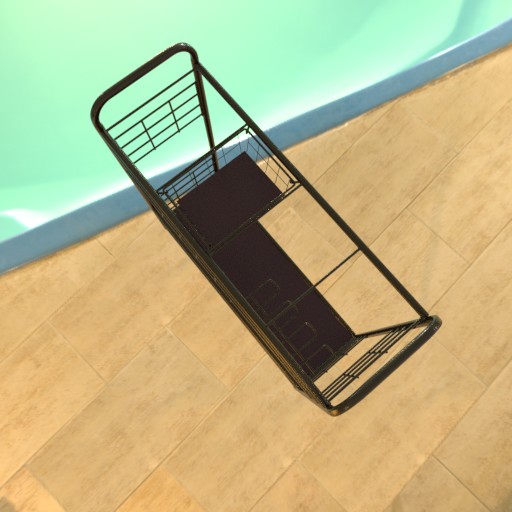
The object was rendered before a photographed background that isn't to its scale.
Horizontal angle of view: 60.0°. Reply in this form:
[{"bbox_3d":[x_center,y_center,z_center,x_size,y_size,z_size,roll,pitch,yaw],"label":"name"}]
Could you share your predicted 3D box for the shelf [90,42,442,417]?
[{"bbox_3d":[0.000,0.000,1.536,0.350,1.026,0.961,-39,80,-8],"label":"shelf"}]
